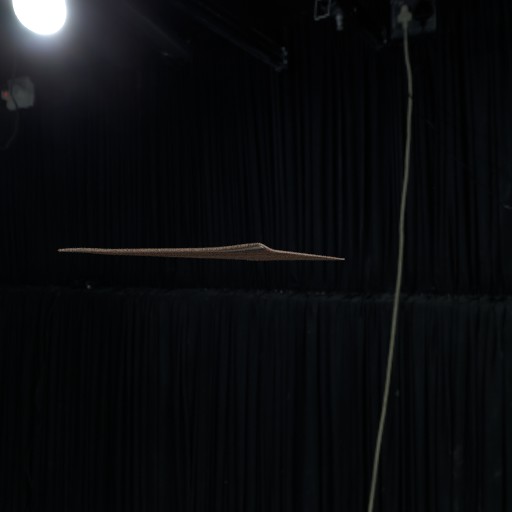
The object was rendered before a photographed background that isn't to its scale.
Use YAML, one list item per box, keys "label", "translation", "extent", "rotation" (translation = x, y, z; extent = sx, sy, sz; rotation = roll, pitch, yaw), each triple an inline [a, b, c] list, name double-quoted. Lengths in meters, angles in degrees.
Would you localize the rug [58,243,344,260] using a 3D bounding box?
- label: "rug"
  translation: [0.000, 0.000, 2.698]
  extent: [0.799, 0.030, 2.444]
  rotation: [0, -1, 18]
